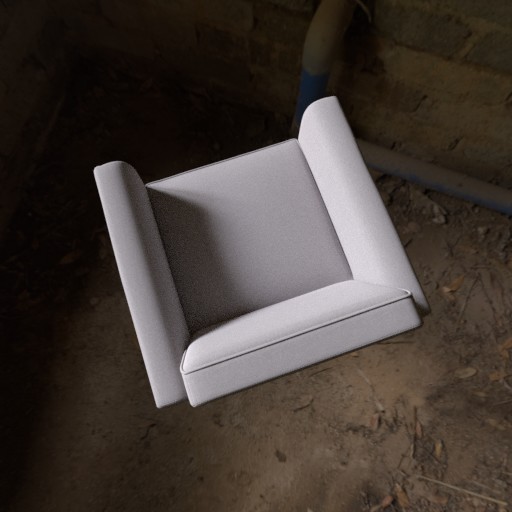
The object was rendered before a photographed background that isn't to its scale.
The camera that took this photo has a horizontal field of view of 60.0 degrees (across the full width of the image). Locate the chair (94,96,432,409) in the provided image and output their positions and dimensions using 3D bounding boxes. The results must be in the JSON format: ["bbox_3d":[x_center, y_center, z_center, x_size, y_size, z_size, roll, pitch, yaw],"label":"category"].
[{"bbox_3d":[0.000,0.000,1.426,0.780,0.780,0.750,-18,76,-5],"label":"chair"}]
